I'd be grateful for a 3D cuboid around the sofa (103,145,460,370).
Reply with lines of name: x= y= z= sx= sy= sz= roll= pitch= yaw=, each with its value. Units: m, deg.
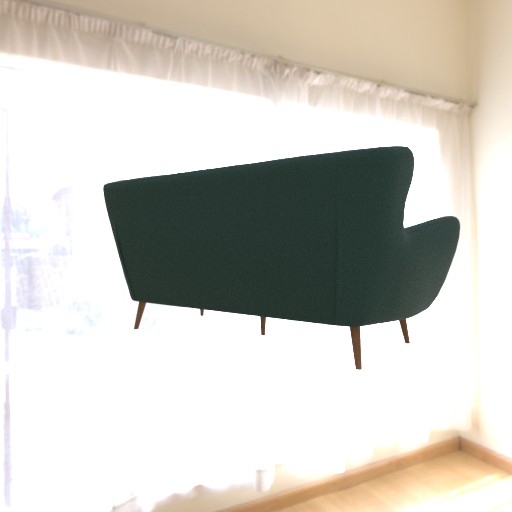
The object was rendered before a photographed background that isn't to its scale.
sofa: x=0.000 y=0.000 z=2.430 sx=1.930 sy=0.890 sz=0.889 roll=1 pitch=2 yaw=36
